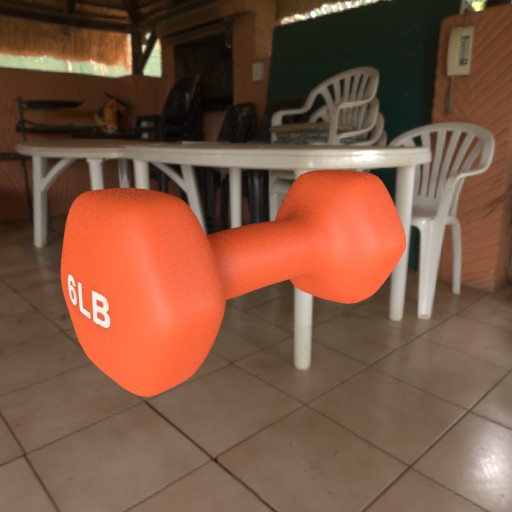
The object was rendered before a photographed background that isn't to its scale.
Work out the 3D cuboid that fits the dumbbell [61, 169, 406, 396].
[{"bbox_3d":[0.000,0.000,0.205,0.162,0.071,0.079,-14,21,-42],"label":"dumbbell"}]
